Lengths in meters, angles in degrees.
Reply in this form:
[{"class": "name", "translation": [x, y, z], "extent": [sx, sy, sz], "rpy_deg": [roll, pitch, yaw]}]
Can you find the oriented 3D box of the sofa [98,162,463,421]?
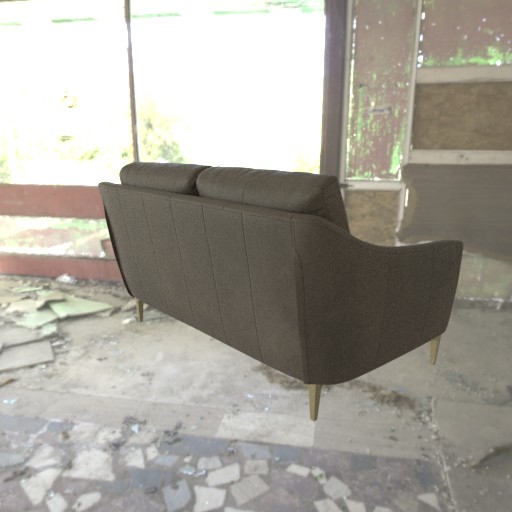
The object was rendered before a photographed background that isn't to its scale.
[{"class": "sofa", "translation": [0.000, 0.000, 2.175], "extent": [0.960, 0.902, 1.619], "rpy_deg": [-15, 21, -42]}]
